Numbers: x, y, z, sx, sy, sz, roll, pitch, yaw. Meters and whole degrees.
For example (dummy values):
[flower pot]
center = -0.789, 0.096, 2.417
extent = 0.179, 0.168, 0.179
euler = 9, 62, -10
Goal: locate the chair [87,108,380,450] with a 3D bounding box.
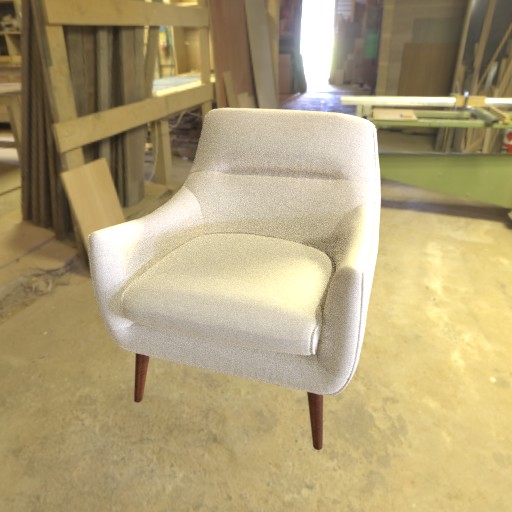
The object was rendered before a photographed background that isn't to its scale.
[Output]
[chair]
center = 0.000, 0.000, 1.454
extent = 0.762, 0.838, 0.787
euler = 8, 27, 16
